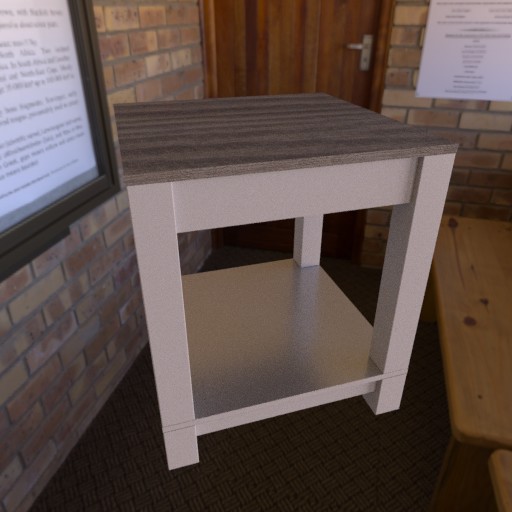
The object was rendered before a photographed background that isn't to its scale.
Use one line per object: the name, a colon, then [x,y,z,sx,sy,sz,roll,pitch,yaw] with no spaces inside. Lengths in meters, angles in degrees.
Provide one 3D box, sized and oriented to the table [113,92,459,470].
table: [0.000,0.000,0.979,0.506,0.587,0.504,-9,30,-15]
